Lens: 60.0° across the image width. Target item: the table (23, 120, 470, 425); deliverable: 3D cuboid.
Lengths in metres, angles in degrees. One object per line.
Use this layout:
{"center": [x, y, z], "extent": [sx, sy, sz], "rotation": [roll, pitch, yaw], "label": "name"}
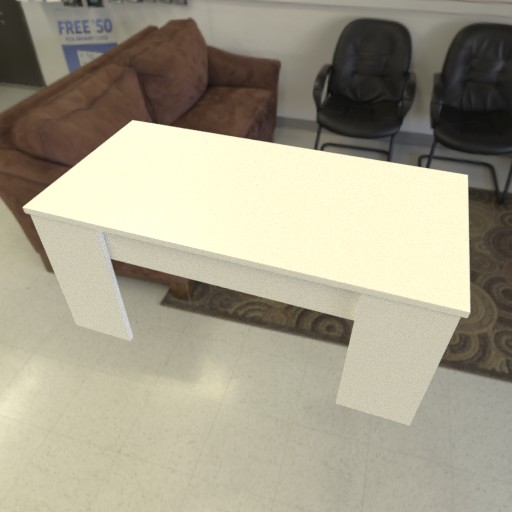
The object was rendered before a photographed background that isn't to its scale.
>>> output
{"center": [0.000, 0.000, 1.251], "extent": [1.000, 0.440, 0.500], "rotation": [13, 43, 14], "label": "table"}
